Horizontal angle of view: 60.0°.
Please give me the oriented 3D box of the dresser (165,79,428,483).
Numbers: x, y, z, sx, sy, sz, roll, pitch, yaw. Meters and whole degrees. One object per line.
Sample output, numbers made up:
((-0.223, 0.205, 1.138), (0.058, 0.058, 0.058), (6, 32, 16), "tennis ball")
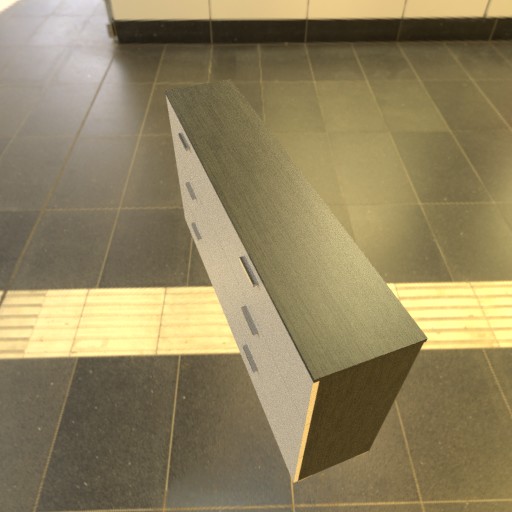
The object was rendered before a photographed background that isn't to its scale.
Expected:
((0.000, 0.000, 1.849), (0.333, 0.790, 1.535), (-16, 49, -14), "dresser")
